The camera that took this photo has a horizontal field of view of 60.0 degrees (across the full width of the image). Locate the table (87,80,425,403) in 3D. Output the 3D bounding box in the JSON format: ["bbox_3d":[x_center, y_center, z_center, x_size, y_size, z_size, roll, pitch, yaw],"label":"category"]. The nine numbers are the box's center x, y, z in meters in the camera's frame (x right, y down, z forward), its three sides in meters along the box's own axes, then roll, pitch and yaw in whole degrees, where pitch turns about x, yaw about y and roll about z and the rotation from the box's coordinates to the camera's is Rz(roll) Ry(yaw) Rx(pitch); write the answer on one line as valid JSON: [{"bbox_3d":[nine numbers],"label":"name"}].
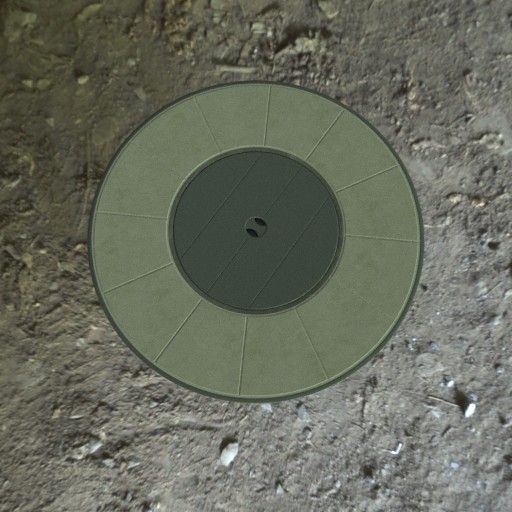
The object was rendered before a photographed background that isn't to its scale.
[{"bbox_3d":[0.000,0.000,1.521,0.914,0.650,0.914,0,76,0],"label":"table"}]
